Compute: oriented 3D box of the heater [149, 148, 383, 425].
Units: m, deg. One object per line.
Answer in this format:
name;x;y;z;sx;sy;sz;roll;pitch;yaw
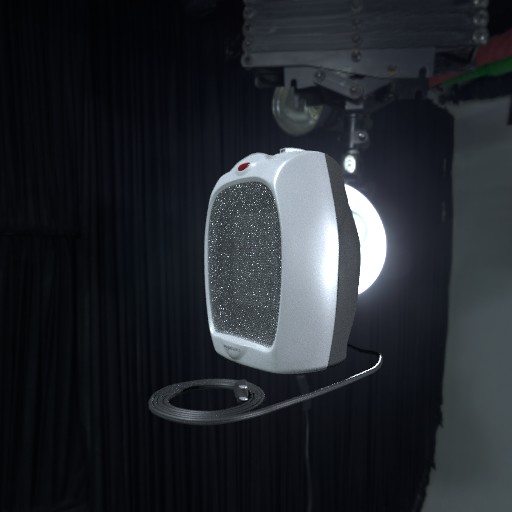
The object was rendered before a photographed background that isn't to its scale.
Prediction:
heater;0.000;0.000;0.476;0.291;0.240;0.239;-1;1;-36
